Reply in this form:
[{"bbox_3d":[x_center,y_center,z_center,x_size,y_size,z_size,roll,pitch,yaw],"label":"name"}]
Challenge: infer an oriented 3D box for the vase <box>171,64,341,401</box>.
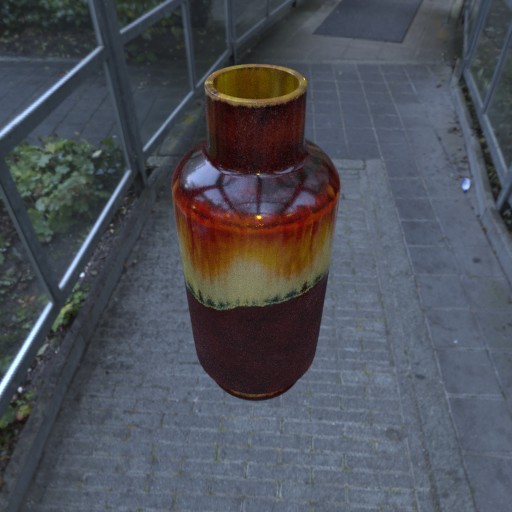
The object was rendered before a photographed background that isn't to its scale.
[{"bbox_3d":[0.000,0.000,0.333,0.111,0.261,0.111,0,42,0],"label":"vase"}]
